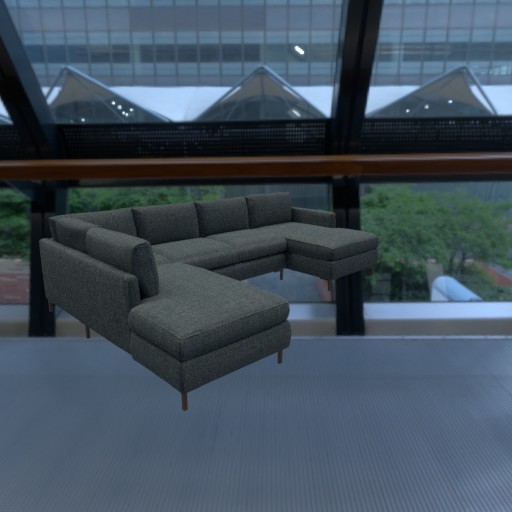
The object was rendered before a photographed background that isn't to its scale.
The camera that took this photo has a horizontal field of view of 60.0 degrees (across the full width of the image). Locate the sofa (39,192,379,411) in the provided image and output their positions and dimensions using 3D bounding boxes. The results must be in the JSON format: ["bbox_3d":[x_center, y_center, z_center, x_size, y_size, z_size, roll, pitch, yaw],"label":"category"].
[{"bbox_3d":[0.000,0.000,3.564,2.737,0.753,1.879,-13,19,-42],"label":"sofa"}]
